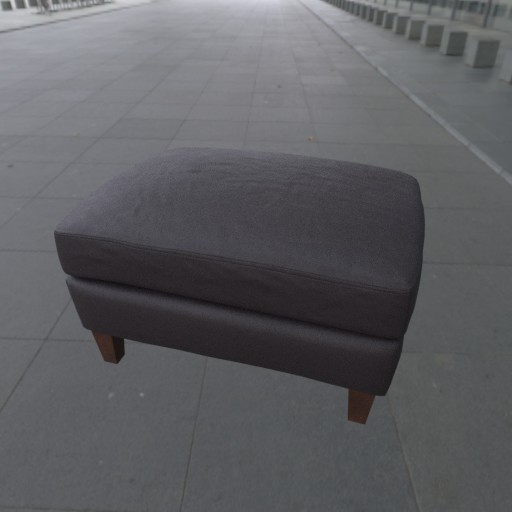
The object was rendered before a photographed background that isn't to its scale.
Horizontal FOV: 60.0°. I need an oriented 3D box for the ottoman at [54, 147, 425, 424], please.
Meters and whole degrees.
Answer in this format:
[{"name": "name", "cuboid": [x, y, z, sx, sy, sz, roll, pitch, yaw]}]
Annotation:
[{"name": "ottoman", "cuboid": [0.000, 0.000, 1.311, 0.887, 0.529, 0.659, 9, 33, 14]}]
